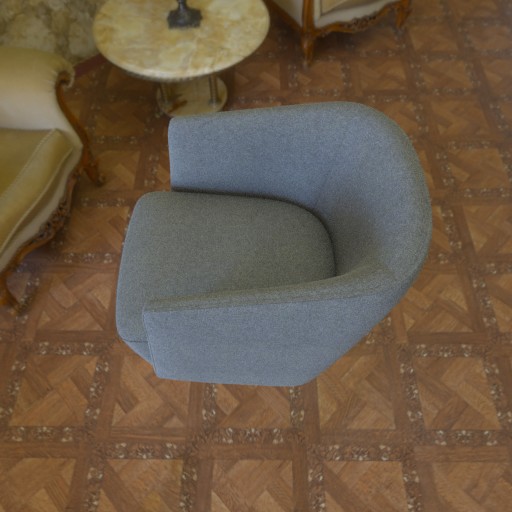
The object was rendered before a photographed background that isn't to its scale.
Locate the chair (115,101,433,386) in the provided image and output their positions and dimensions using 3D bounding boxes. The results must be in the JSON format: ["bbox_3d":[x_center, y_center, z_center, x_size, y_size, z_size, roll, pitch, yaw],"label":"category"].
[{"bbox_3d":[0.000,0.000,1.633,0.986,0.861,0.822,-1,56,0],"label":"chair"}]
